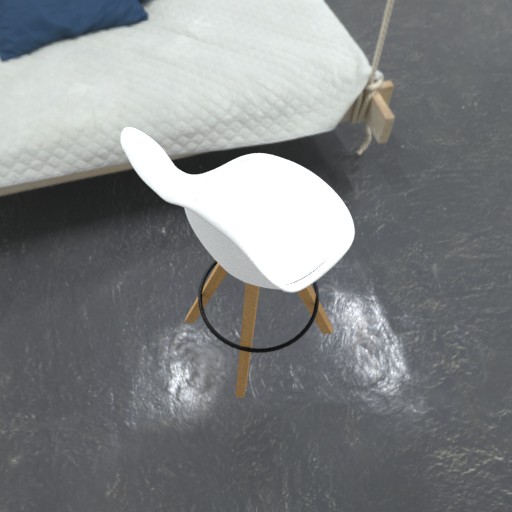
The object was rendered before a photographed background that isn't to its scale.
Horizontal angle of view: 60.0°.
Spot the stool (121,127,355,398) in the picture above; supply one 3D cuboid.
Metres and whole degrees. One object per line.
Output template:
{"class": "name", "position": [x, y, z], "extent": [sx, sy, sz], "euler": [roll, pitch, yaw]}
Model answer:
{"class": "stool", "position": [0.000, 0.000, 1.388], "extent": [0.549, 1.115, 0.482], "euler": [-31, 63, -18]}
